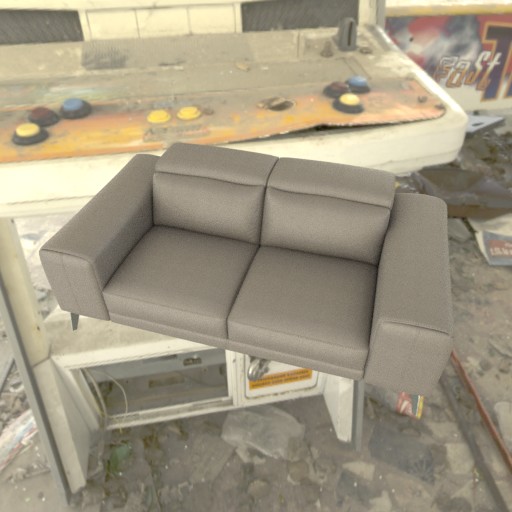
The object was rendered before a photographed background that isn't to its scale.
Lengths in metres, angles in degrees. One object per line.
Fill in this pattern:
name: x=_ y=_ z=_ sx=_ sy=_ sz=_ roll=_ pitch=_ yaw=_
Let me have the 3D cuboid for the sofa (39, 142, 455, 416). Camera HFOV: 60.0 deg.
sofa: x=0.000 y=0.000 z=2.414 sx=1.930 sy=0.753 sz=1.024 roll=11 pitch=42 yaw=12
